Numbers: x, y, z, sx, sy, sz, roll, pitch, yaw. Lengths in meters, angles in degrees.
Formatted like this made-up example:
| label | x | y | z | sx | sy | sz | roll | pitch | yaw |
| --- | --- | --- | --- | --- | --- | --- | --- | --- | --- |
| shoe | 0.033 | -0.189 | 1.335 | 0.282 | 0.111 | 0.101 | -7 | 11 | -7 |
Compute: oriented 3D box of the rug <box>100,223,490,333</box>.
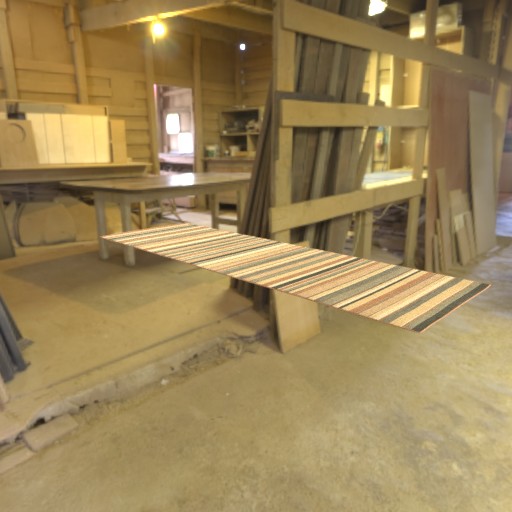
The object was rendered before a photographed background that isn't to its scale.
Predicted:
| label | x | y | z | sx | sy | sz | roll | pitch | yaw |
| --- | --- | --- | --- | --- | --- | --- | --- | --- | --- |
| rug | 0.000 | 0.000 | 2.715 | 2.444 | 0.010 | 0.799 | 14 | 20 | 42 |
